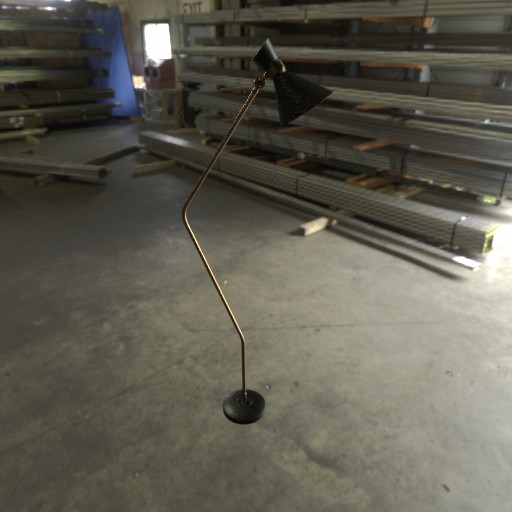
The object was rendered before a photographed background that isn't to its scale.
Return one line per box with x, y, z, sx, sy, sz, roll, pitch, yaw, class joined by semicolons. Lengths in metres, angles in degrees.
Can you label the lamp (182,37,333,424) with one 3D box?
0.000;0.000;1.627;0.467;1.438;0.277;16;30;31;lamp
